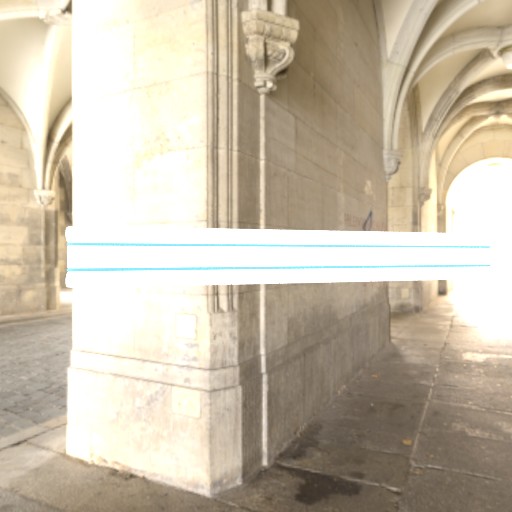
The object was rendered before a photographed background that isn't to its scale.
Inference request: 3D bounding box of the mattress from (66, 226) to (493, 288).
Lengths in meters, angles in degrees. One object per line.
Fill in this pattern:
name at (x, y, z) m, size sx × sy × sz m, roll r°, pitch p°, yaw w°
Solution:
mattress at (0.000, 0.000, 2.675) m, size 2.000 × 0.230 × 1.600 m, roll 0°, pitch 0°, yaw -19°
